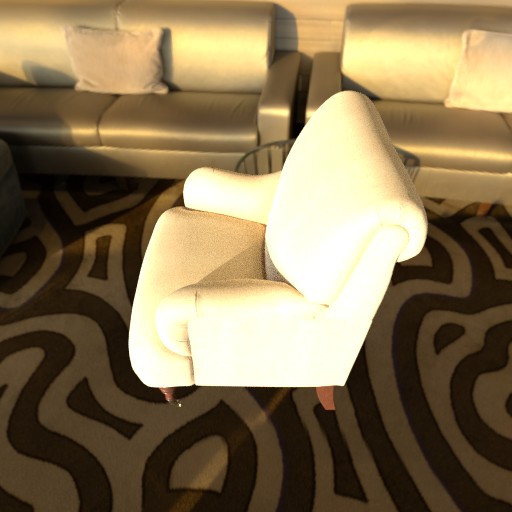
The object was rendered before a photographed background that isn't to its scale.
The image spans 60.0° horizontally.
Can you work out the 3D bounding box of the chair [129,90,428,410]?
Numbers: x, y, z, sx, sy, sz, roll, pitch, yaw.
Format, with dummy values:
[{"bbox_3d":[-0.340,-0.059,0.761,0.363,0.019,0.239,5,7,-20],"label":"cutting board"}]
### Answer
[{"bbox_3d":[0.000,0.000,1.572,0.842,0.944,0.766,0,41,0],"label":"chair"}]
